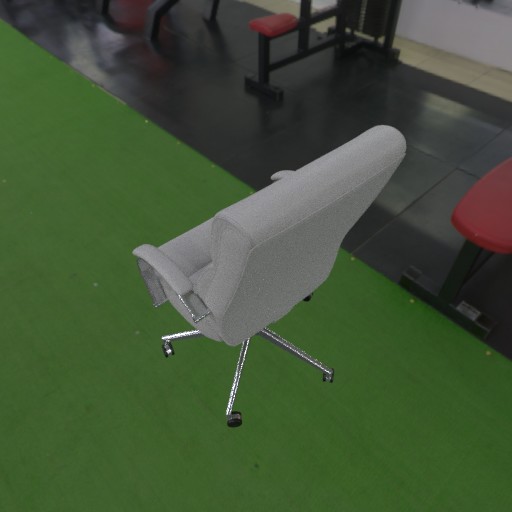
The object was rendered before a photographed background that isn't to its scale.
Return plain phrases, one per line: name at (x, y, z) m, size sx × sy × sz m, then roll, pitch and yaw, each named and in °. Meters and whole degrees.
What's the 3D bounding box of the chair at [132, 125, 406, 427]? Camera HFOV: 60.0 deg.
chair at (0.000, 0.000, 1.588) m, size 0.727 × 1.099 × 0.745 m, roll -32°, pitch 55°, yaw -27°
